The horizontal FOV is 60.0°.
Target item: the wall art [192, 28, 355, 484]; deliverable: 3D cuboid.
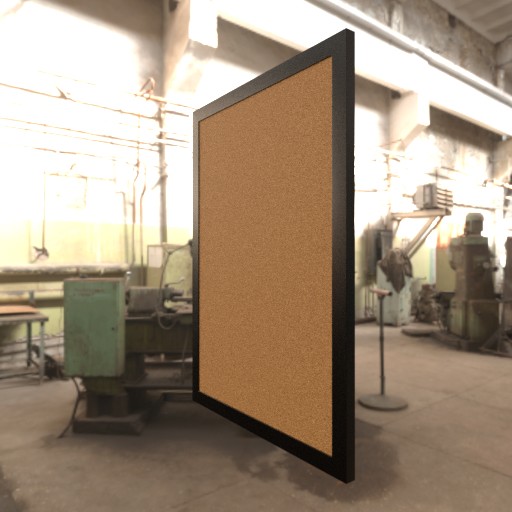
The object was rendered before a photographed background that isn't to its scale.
[{"bbox_3d":[0.000,0.000,0.828,0.019,0.656,0.462,0,0,-36],"label":"wall art"}]
